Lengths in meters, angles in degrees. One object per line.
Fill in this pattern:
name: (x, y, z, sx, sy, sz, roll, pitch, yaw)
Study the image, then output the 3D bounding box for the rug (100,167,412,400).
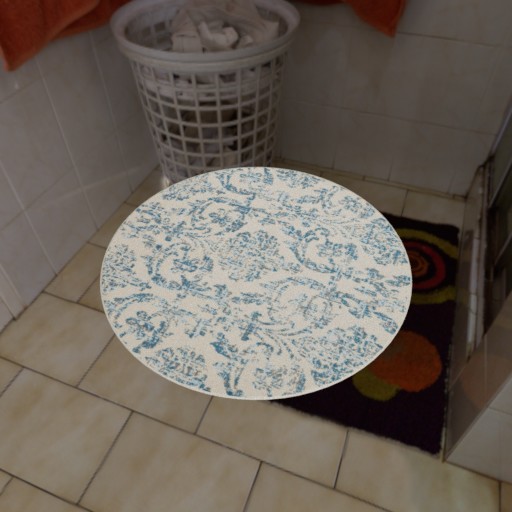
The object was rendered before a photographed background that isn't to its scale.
rug: (0.000, 0.000, 2.328, 1.593, 0.012, 1.593, 0, 46, 0)
